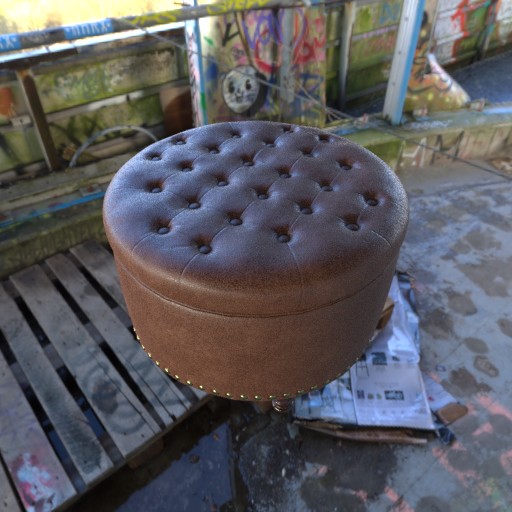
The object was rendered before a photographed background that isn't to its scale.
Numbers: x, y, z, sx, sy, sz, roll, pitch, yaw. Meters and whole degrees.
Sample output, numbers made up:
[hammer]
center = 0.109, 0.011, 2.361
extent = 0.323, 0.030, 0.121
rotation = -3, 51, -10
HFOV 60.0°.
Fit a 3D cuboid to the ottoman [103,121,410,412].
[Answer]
[ottoman]
center = 0.000, 0.000, 1.068
extent = 0.637, 0.442, 0.637
rotation = 0, 41, 0
